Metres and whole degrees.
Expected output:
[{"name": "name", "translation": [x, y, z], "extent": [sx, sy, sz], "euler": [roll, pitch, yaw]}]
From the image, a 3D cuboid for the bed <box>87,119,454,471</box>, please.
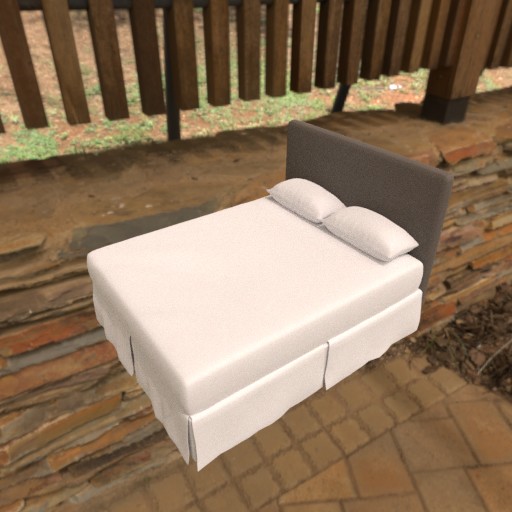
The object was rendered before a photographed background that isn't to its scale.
[{"name": "bed", "translation": [0.000, 0.000, 3.282], "extent": [2.142, 1.330, 1.723], "euler": [-21, 38, -30]}]
